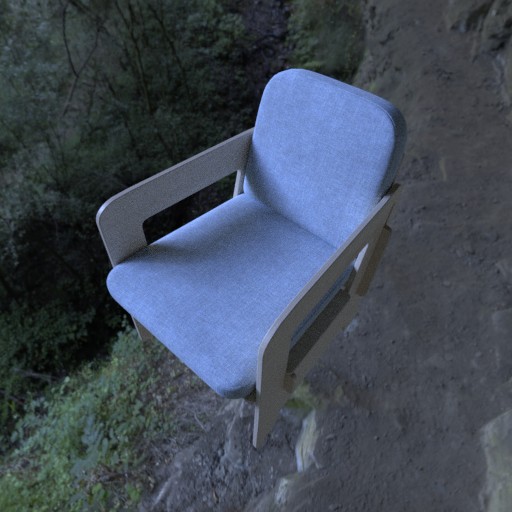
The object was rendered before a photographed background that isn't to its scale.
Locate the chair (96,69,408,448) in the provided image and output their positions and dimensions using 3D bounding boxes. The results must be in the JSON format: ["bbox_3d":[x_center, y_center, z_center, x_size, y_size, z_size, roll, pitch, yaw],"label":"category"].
[{"bbox_3d":[0.000,0.000,1.270,0.590,0.800,0.710,34,56,27],"label":"chair"}]
